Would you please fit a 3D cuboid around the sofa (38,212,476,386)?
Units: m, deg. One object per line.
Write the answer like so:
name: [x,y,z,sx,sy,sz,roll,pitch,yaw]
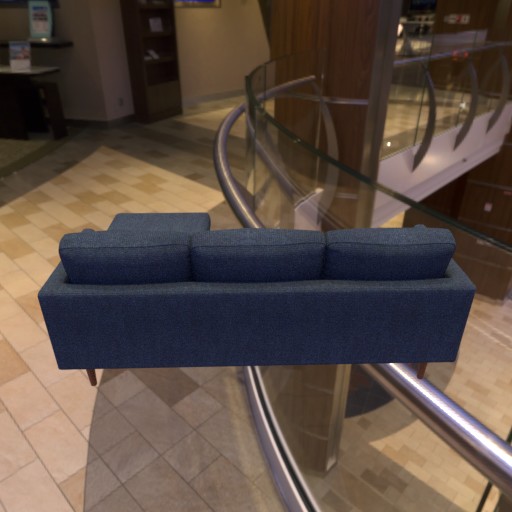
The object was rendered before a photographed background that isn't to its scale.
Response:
sofa: [0.000,0.000,2.979,2.233,0.956,1.504,-1,30,-1]
